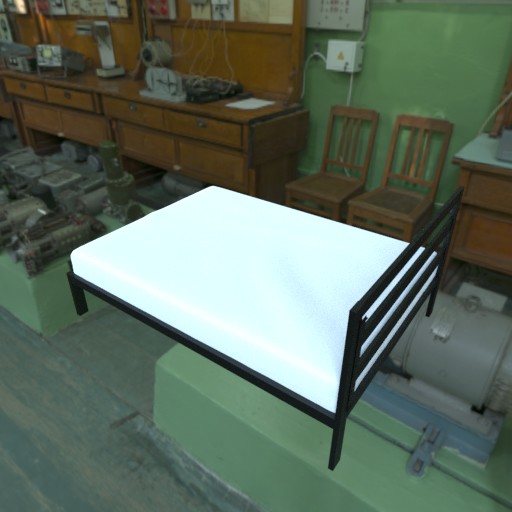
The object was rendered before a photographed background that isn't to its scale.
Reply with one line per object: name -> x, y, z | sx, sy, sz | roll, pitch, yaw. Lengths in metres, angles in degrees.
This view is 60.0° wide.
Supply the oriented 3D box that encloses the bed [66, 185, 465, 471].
bed -> 0.000, 0.000, 2.934 | 2.062, 0.967, 1.524 | 21, 37, 30
